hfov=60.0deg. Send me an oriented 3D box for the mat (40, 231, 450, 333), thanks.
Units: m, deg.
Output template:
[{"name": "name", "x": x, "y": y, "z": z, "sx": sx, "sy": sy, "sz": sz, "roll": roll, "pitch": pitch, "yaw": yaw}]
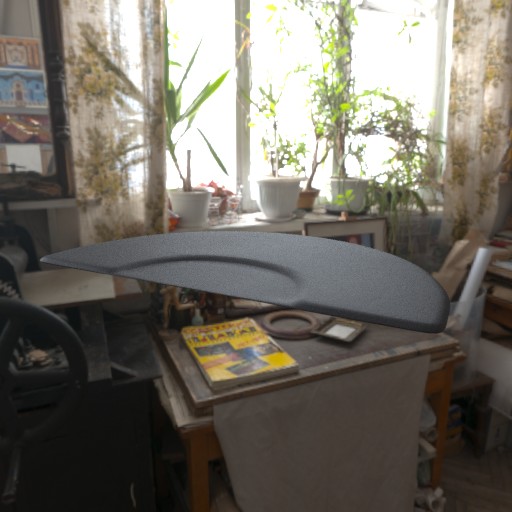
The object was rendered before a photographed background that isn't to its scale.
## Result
[{"name": "mat", "x": 0.000, "y": 0.000, "z": 1.829, "sx": 1.525, "sy": 0.022, "sz": 0.917, "roll": 7, "pitch": 16, "yaw": 27}]
